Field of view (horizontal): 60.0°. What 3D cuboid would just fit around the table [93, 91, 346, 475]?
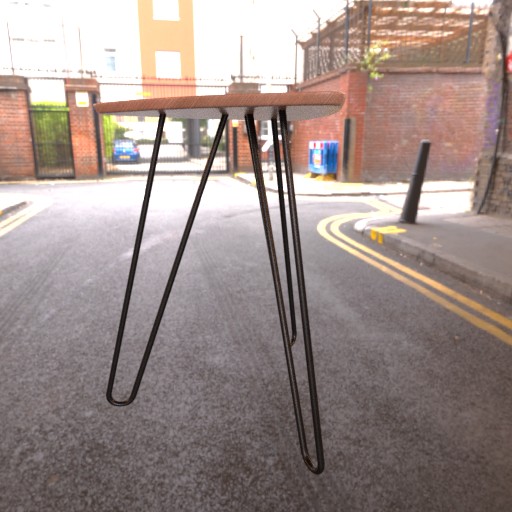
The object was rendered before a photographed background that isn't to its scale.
[{"bbox_3d":[0.000,0.000,0.885,0.442,0.564,0.455,7,16,26],"label":"table"}]
